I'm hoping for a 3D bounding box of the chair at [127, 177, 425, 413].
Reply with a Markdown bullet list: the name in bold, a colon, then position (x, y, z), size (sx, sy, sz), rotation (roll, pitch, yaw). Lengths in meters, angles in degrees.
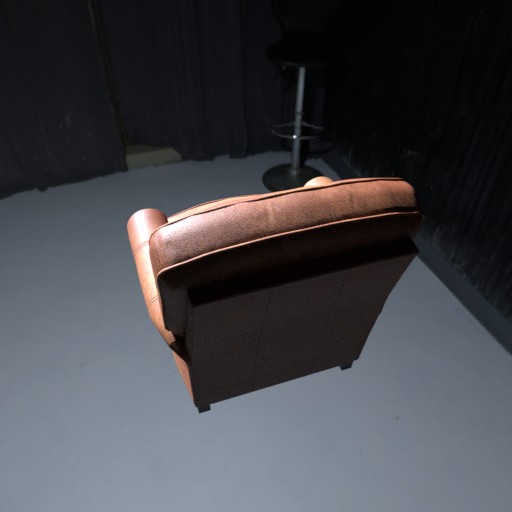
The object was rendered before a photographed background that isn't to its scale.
- **chair**: position (0.000, 0.000, 1.779), size (0.936, 1.018, 0.986), rotation (-13, 43, -14)
